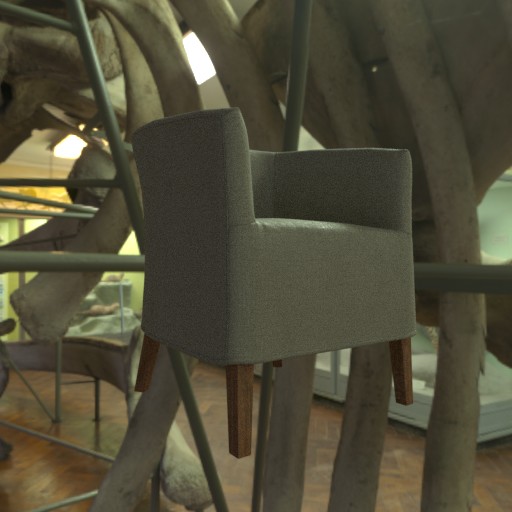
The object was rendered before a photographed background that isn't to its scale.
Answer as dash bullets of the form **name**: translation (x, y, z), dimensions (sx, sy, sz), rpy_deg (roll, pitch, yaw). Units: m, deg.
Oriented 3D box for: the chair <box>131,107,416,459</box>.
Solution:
- **chair**: translation (0.000, 0.000, 1.251), dimensions (0.600, 0.771, 0.668), rpy_deg (1, -1, -36)
